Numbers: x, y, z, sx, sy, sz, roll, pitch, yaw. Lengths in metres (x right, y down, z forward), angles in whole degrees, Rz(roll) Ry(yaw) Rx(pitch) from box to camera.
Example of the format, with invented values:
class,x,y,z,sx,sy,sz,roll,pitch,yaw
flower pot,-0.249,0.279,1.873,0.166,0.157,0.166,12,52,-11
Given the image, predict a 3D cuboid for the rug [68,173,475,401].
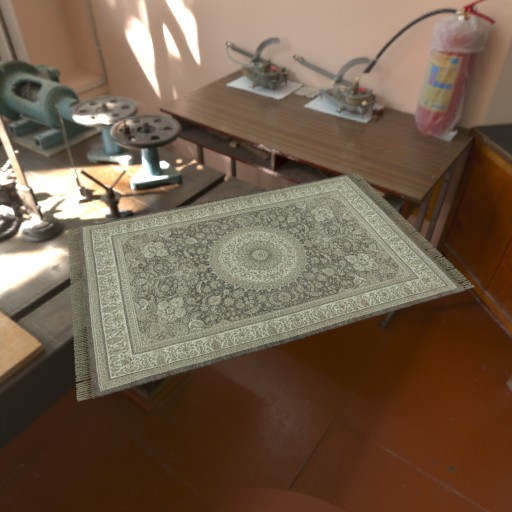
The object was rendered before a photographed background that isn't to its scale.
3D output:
class,x,y,z,sx,sy,sz,roll,pitch,yaw
rug,0.000,0.000,4.301,3.422,0.015,2.143,-13,43,-15
